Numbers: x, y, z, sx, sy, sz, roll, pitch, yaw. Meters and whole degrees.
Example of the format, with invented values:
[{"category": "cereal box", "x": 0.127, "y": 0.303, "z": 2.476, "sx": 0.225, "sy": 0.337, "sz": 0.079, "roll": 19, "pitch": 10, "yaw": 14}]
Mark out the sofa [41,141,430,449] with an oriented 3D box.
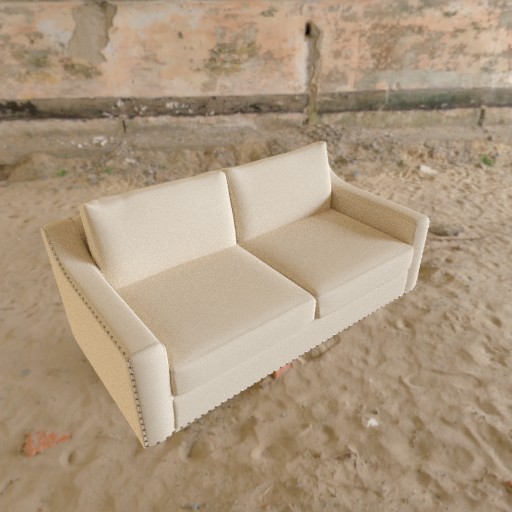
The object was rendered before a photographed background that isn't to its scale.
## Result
[{"category": "sofa", "x": 0.000, "y": 0.000, "z": 2.356, "sx": 1.812, "sy": 0.830, "sz": 0.949, "roll": -22, "pitch": 38, "yaw": -32}]
